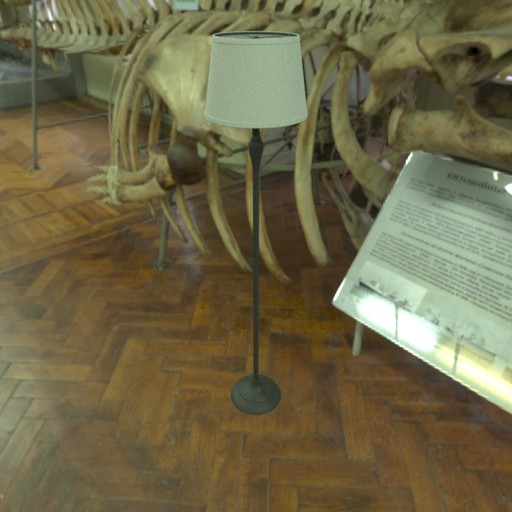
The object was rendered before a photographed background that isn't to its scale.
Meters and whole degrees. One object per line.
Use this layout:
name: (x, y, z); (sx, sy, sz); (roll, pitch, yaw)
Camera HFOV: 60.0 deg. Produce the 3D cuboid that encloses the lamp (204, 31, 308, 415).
lamp: (0.000, 0.000, 1.681); (0.327, 1.506, 0.327); (9, 32, 15)
